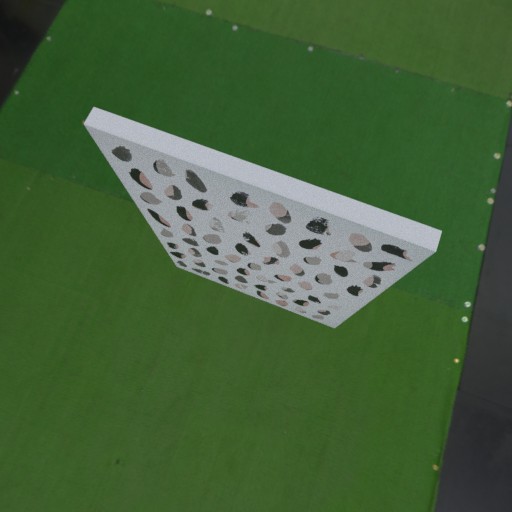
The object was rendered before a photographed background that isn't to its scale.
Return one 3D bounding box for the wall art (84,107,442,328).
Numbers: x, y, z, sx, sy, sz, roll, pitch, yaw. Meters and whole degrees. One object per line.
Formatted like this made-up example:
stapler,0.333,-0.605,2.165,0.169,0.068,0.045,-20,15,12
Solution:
wall art,0.000,0.000,1.156,0.610,0.916,0.037,21,75,6
